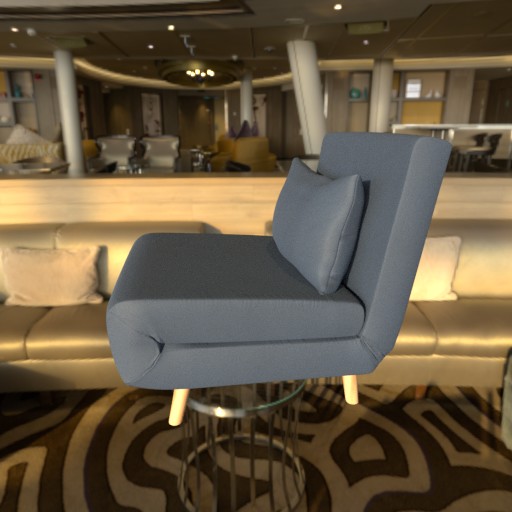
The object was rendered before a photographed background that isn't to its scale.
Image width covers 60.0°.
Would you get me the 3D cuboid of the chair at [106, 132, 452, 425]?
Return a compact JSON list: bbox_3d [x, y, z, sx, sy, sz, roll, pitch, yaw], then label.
[{"bbox_3d":[0.000,0.000,1.499,0.900,0.808,0.770,-3,16,-9],"label":"chair"}]
